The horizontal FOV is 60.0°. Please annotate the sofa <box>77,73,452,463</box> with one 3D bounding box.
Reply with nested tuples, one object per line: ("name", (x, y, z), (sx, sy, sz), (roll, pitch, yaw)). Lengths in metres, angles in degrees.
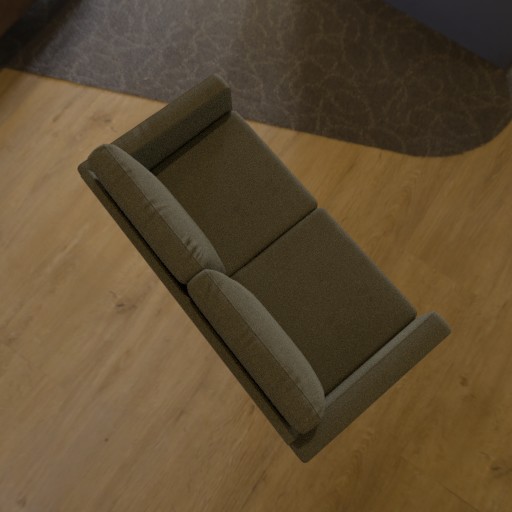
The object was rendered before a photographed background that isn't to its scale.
("sofa", (0.000, 0.000, 2.268), (0.889, 0.897, 1.730), (-38, 78, -9))
